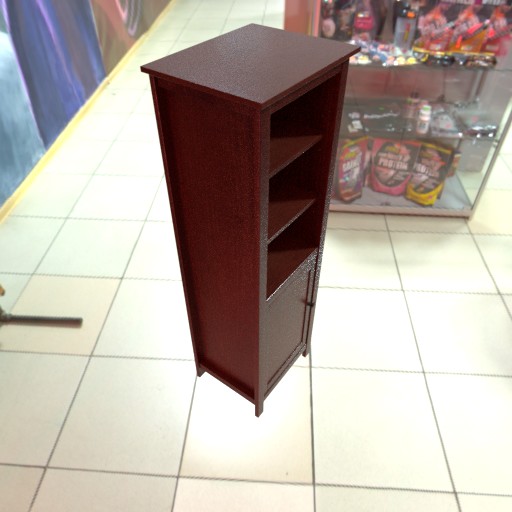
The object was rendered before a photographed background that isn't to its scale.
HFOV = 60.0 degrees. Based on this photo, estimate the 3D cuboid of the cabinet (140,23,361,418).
[{"bbox_3d":[0.000,0.000,1.752,0.401,1.518,0.500,26,49,26],"label":"cabinet"}]
